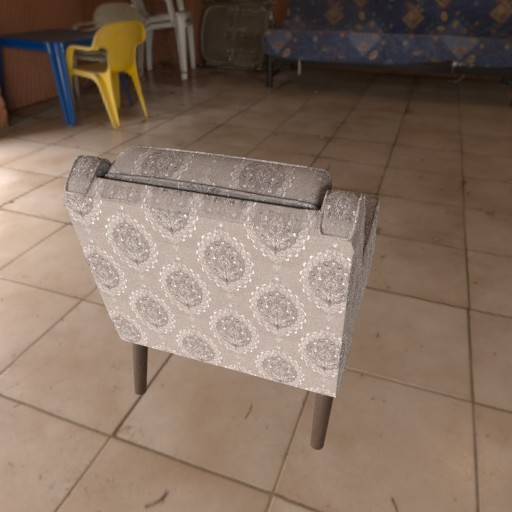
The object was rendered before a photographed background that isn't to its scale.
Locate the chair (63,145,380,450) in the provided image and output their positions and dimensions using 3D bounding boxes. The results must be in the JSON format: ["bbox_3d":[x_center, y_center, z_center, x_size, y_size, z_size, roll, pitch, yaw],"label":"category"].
[{"bbox_3d":[0.000,0.000,1.355,0.665,0.797,0.750,11,34,16],"label":"chair"}]
